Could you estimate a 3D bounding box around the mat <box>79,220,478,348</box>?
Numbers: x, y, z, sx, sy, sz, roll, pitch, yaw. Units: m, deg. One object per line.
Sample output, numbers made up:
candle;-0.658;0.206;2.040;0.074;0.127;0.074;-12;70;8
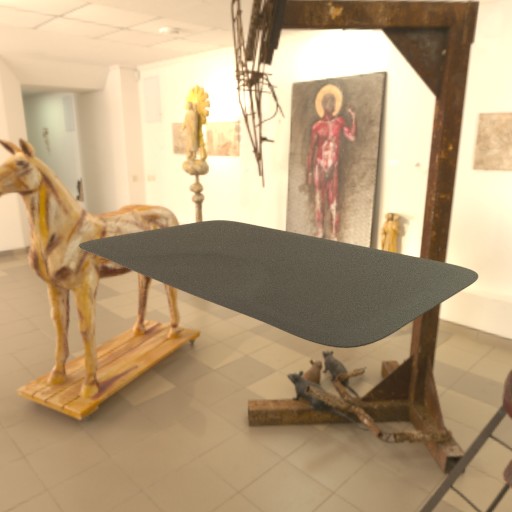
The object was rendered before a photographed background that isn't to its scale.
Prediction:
mat;0.000;0.000;1.829;0.918;0.013;1.524;-15;21;-43
